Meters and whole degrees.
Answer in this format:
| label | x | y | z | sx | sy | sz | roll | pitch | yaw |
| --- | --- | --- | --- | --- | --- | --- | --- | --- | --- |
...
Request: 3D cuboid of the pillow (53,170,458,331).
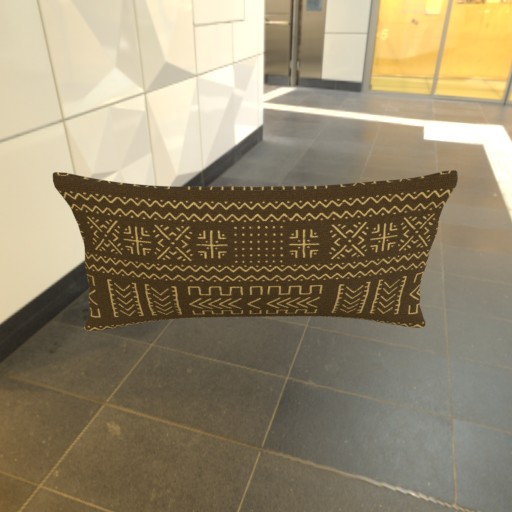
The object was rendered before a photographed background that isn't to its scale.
| label | x | y | z | sx | sy | sz | roll | pitch | yaw |
| --- | --- | --- | --- | --- | --- | --- | --- | --- | --- |
| pillow | 0.000 | 0.000 | 0.798 | 0.667 | 0.322 | 0.135 | -1 | 30 | -1 |
